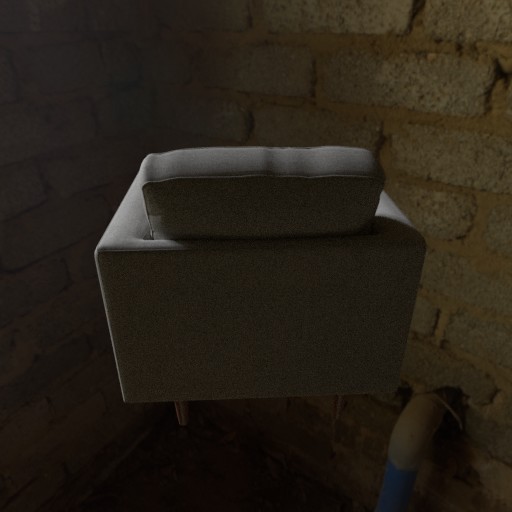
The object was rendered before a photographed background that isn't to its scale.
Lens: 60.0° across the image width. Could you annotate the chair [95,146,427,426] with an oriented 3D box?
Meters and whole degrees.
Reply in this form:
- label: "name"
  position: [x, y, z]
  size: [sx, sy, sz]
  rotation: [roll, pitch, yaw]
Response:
- label: "chair"
  position: [0.000, 0.000, 1.557]
  size: [0.855, 0.927, 0.800]
  rotation: [-1, 30, -3]
